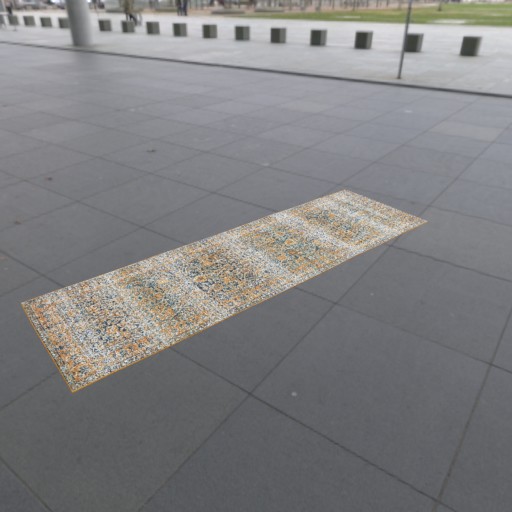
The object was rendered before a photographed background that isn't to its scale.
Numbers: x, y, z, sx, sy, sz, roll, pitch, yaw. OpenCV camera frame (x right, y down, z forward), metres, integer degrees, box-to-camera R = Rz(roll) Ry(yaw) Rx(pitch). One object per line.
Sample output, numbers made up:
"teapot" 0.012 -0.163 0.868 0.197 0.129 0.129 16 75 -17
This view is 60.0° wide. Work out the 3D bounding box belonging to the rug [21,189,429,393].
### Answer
"rug" 0.000 0.000 2.475 2.294 0.014 0.704 -22 37 -33
